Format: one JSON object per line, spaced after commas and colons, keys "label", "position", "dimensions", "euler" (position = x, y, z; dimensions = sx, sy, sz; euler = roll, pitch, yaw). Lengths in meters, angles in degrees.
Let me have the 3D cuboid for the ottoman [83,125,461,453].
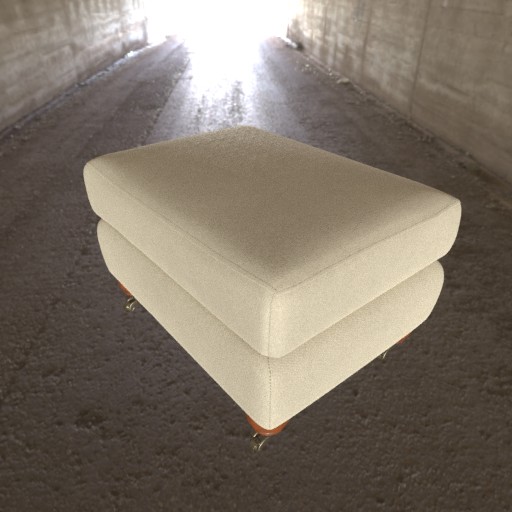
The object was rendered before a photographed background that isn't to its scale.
{"label": "ottoman", "position": [0.000, 0.000, 1.144], "dimensions": [0.569, 0.499, 0.773], "euler": [-23, 39, -33]}
